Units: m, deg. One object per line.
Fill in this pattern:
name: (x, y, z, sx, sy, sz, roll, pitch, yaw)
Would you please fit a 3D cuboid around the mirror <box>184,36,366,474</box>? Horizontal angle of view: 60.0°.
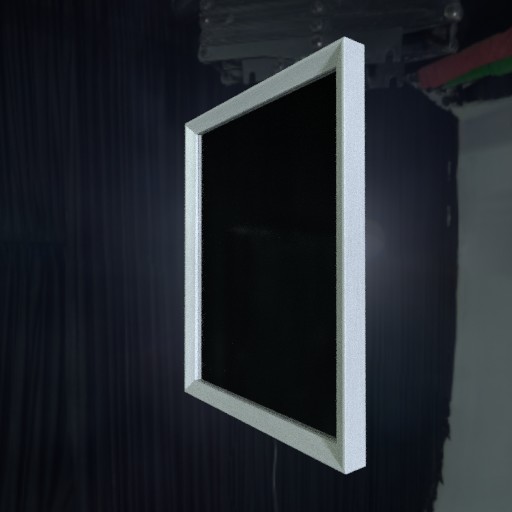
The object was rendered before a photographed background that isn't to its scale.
mirror: (0.000, 0.000, 0.690, 0.041, 0.509, 0.406, 1, -1, -36)
